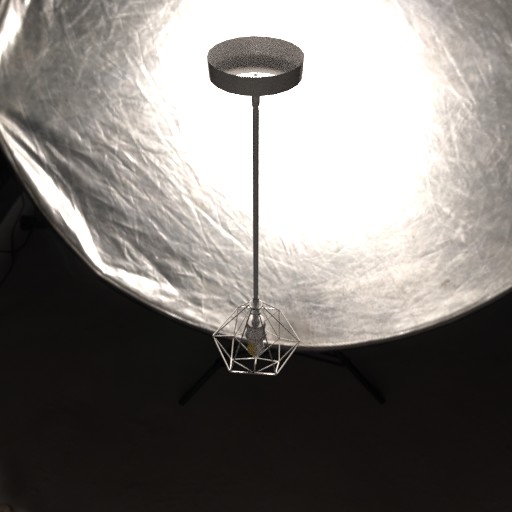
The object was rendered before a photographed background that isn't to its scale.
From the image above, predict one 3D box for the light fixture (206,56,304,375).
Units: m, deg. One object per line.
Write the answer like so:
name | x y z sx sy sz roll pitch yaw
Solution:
light fixture | 0.000 0.000 1.973 0.487 1.764 0.431 3 47 3
